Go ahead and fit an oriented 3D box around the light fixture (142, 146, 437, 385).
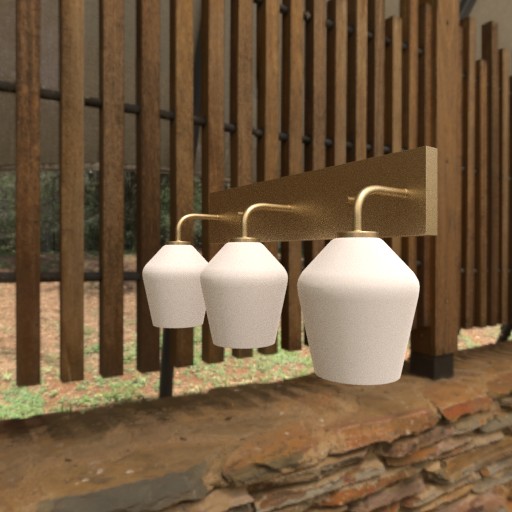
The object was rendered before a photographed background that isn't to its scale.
[{"bbox_3d":[0.000,0.000,0.732,0.190,0.280,0.609,0,0,-37],"label":"light fixture"}]
